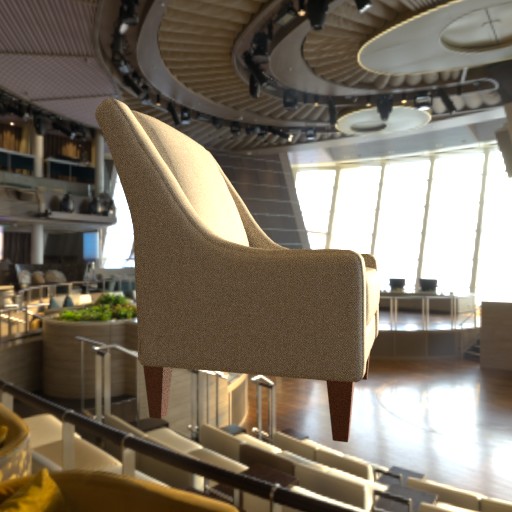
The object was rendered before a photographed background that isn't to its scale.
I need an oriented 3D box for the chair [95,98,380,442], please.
[{"bbox_3d":[0.000,0.000,1.648,0.870,1.014,0.774,0,-1,18],"label":"chair"}]
